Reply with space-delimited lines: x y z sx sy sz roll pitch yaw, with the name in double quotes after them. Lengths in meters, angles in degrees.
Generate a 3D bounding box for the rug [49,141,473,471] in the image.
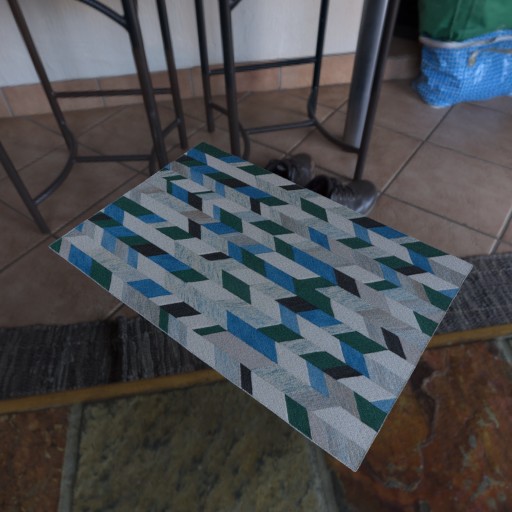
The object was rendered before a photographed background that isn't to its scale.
0.000 0.000 2.279 1.827 0.005 1.229 29 54 24 "rug"
